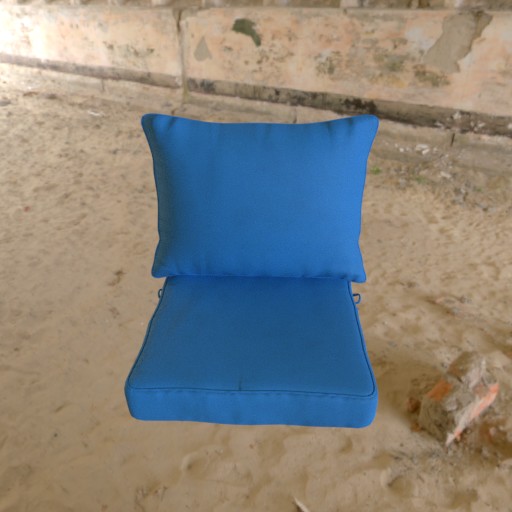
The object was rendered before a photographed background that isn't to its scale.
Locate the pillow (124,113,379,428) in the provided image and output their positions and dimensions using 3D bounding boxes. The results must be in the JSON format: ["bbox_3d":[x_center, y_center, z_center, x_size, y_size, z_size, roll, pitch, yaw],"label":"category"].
[{"bbox_3d":[0.000,0.000,1.360,0.798,0.725,0.733,1,31,2],"label":"pillow"}]
